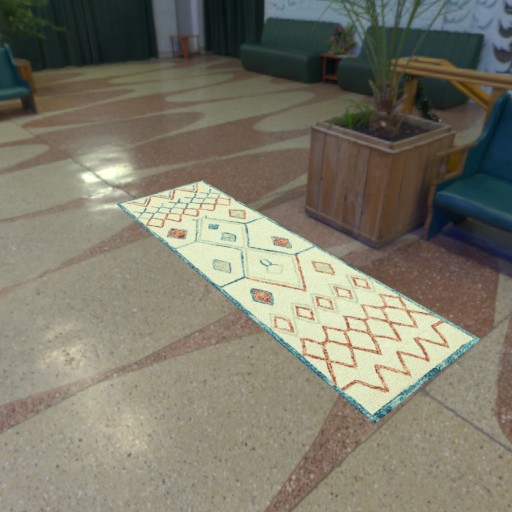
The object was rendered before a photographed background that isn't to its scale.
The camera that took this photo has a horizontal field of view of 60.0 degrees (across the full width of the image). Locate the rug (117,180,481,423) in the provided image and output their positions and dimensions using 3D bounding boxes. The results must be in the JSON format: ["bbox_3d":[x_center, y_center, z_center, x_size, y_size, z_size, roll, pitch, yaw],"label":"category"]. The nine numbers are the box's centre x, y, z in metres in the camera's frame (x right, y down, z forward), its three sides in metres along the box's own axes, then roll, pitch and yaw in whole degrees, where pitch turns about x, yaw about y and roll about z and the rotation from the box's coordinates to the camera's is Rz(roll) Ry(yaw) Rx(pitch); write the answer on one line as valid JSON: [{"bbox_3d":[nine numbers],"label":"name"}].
[{"bbox_3d":[0.000,0.000,2.672,0.750,0.011,2.435,-22,38,-31],"label":"rug"}]
